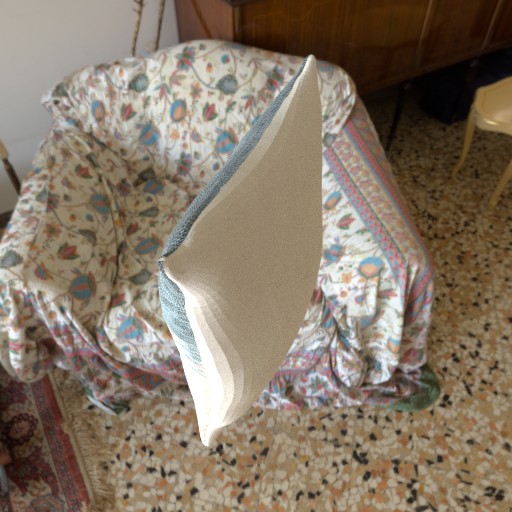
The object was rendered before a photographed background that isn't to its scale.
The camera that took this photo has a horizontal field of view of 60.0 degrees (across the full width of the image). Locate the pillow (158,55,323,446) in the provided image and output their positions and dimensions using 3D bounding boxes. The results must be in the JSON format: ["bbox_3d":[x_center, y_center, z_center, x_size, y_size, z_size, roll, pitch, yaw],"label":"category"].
[{"bbox_3d":[0.000,0.000,0.667,0.182,0.441,0.440,17,50,15],"label":"pillow"}]
